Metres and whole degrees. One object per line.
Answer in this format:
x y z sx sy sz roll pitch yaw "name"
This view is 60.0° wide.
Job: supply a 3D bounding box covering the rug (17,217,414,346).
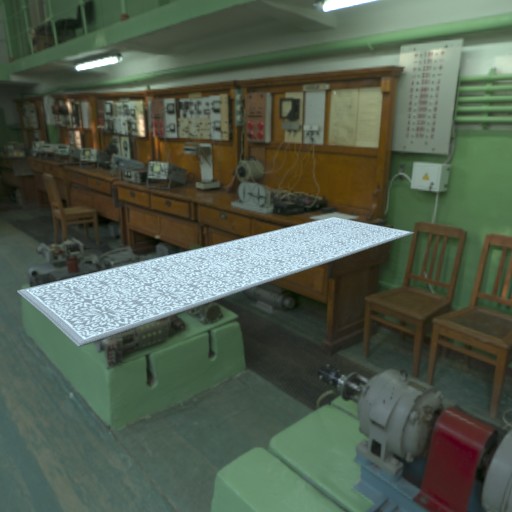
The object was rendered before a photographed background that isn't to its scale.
0.000 0.000 2.390 2.196 0.011 0.662 -15 23 -41 "rug"
